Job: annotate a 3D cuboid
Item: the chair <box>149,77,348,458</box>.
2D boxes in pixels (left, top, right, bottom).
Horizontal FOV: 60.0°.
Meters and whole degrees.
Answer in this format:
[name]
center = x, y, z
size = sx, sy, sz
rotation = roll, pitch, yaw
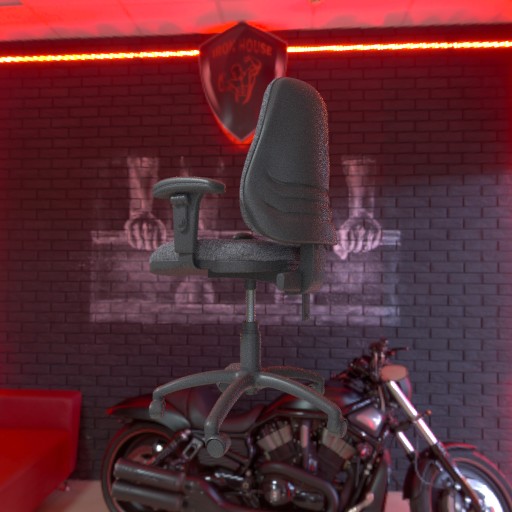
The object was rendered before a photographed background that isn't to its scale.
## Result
[chair]
center = 0.000, 0.000, 1.260
size = 0.530, 0.910, 0.550
rotation = -1, -1, 37
